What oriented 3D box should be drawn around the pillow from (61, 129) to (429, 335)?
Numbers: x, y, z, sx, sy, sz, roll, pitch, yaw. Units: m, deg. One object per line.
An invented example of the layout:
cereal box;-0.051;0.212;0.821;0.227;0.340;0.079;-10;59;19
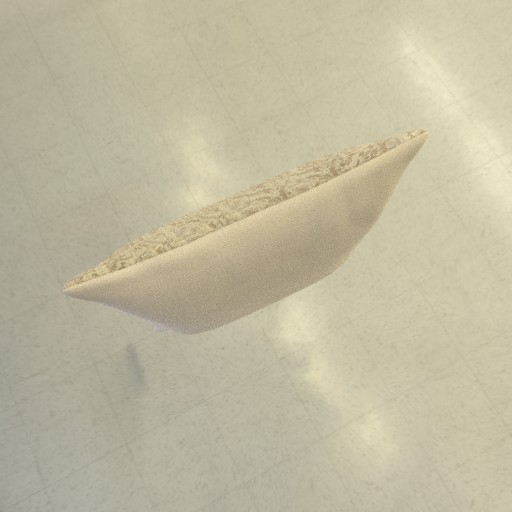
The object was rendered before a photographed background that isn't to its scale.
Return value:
pillow;0.000;0.000;0.808;0.523;0.510;0.166;-24;76;-7
